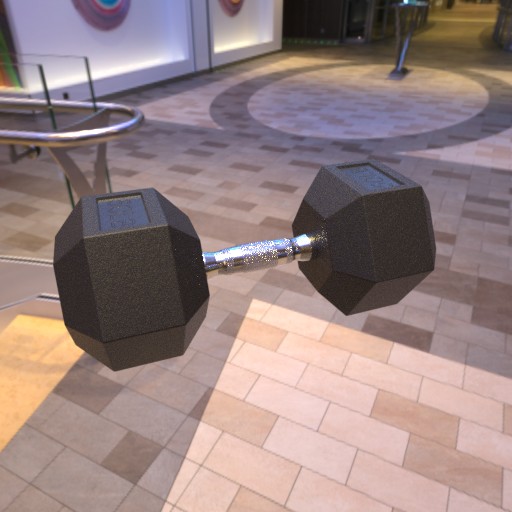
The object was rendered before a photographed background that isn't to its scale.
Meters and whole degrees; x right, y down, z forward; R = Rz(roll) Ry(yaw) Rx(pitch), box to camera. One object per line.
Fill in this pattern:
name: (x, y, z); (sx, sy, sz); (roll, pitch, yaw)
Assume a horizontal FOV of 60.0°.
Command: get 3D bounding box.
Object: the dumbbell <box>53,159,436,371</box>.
dumbbell: (0.000, 0.000, 0.475); (0.384, 0.150, 0.173); (-10, 33, -17)
